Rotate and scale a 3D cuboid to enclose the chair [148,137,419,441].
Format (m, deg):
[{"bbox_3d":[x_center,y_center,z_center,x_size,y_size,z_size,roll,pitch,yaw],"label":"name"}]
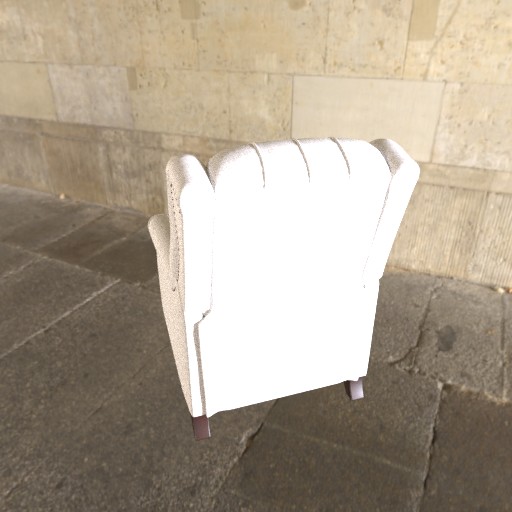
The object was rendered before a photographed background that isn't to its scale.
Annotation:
[{"bbox_3d":[0.000,0.000,1.700,0.742,1.035,0.902,-8,29,-16],"label":"chair"}]
